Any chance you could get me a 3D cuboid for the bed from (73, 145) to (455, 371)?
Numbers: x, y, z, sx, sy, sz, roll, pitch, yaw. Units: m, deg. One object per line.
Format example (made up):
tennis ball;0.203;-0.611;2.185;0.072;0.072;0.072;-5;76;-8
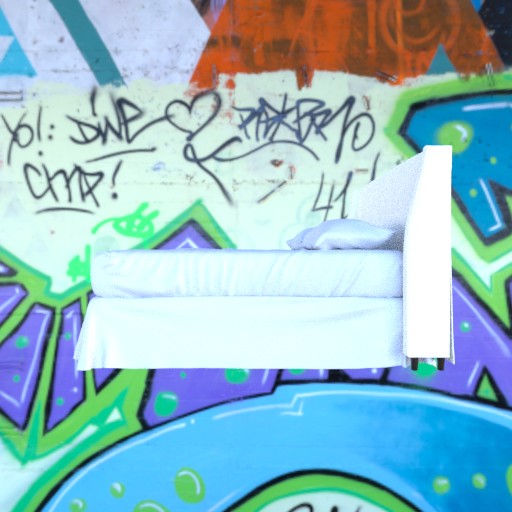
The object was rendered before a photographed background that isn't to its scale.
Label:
bed;0.000;0.000;3.486;2.276;1.332;1.925;0;0;0
